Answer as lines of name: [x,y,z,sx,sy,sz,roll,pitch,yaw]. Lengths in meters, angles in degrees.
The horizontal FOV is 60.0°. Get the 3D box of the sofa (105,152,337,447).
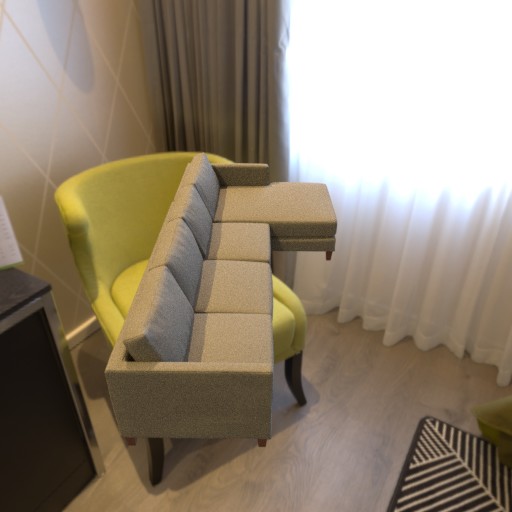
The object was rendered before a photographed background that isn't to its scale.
sofa: [0.000,0.000,3.868,1.625,0.861,3.186,0,32,1]
